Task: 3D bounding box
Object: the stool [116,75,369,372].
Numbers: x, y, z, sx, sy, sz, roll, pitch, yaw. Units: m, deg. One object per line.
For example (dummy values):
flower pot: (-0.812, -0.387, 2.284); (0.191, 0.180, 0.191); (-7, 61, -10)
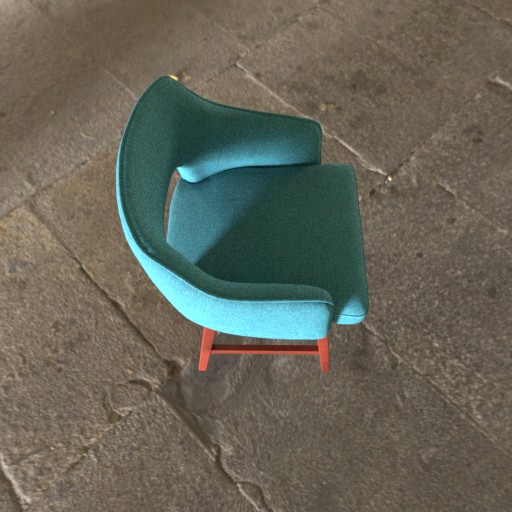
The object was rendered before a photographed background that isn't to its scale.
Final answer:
stool: (0.000, 0.000, 1.292); (0.556, 0.961, 0.548); (1, 64, 0)
